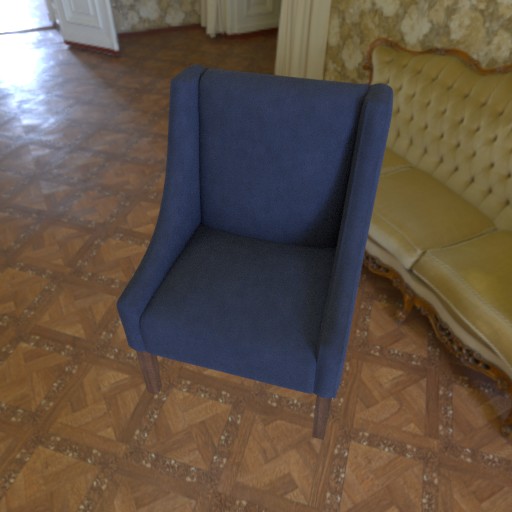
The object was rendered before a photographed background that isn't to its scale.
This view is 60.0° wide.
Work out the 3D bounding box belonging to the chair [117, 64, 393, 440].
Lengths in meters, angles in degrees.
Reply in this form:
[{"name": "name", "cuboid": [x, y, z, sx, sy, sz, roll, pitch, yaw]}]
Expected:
[{"name": "chair", "cuboid": [0.000, 0.000, 1.347, 0.629, 0.895, 0.629, 11, 43, 12]}]
